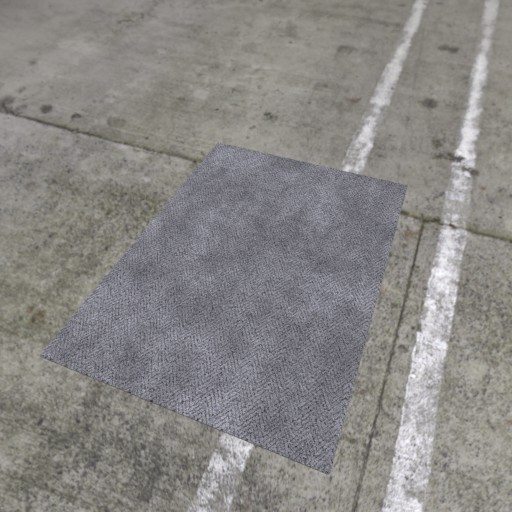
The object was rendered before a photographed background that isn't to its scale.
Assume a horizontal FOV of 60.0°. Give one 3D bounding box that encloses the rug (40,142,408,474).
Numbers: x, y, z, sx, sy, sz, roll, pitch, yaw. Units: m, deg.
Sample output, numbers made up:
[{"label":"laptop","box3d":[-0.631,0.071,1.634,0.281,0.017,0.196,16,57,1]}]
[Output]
[{"label":"rug","box3d":[0.000,0.000,2.878,1.600,0.008,2.235,16,49,15]}]
